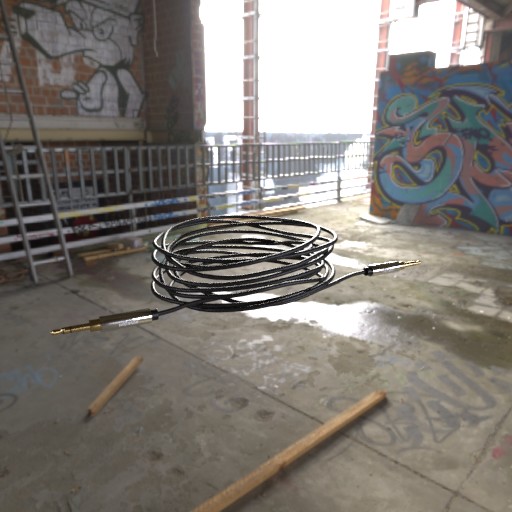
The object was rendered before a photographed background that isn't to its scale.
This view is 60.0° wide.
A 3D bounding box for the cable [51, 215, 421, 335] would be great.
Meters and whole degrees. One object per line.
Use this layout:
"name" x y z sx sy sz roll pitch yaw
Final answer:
"cable" 0.000 0.000 0.498 0.432 0.069 0.198 -8 17 -25
